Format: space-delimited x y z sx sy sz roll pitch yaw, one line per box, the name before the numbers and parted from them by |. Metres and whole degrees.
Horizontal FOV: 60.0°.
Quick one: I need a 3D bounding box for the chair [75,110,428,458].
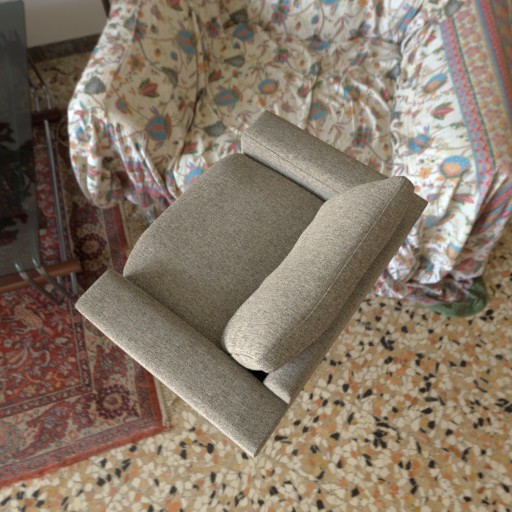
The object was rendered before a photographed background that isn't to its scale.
chair | 0.000 0.000 2.106 1.039 0.915 1.398 34 69 15
